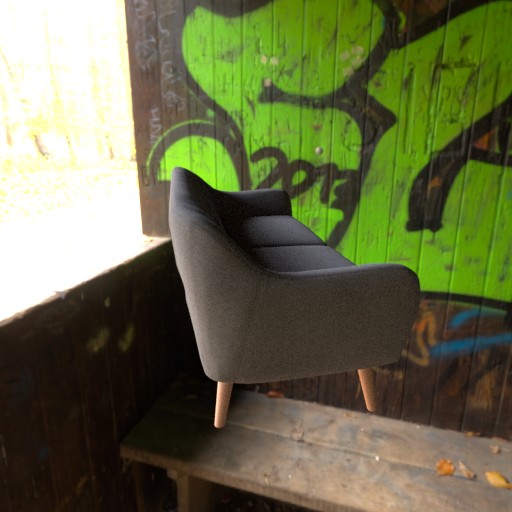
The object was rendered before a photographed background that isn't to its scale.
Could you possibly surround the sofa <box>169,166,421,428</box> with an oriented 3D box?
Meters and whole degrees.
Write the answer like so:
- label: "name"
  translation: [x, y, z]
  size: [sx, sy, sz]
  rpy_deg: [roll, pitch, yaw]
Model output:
- label: "sofa"
  translation: [0.000, 0.000, 2.261]
  size: [0.820, 0.820, 1.840]
  rpy_deg: [-3, 17, -9]
